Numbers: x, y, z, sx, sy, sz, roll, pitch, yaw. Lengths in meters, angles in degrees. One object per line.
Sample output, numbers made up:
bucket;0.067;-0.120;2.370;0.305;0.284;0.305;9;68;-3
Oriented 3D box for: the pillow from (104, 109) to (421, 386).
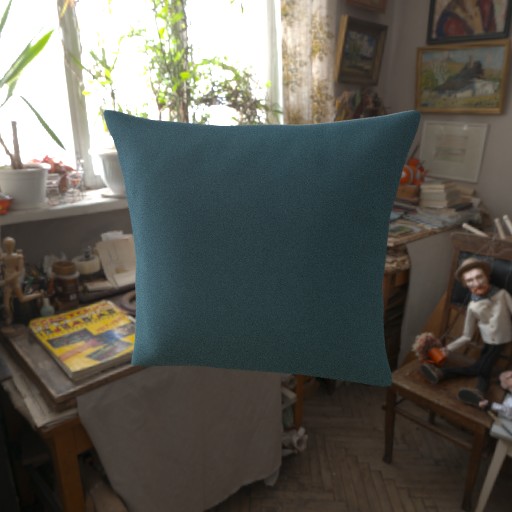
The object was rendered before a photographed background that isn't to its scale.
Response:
pillow;0.000;0.000;0.807;0.526;0.507;0.166;3;18;8
